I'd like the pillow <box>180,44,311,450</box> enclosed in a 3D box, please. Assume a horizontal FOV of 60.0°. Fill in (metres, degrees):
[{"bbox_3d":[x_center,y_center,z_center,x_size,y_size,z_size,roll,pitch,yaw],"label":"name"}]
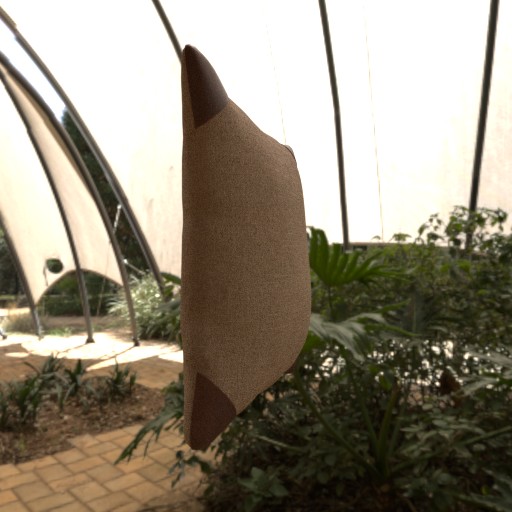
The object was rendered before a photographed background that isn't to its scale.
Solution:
[{"bbox_3d":[0.000,0.000,0.672,0.147,0.448,0.437,0,-2,17],"label":"pillow"}]
